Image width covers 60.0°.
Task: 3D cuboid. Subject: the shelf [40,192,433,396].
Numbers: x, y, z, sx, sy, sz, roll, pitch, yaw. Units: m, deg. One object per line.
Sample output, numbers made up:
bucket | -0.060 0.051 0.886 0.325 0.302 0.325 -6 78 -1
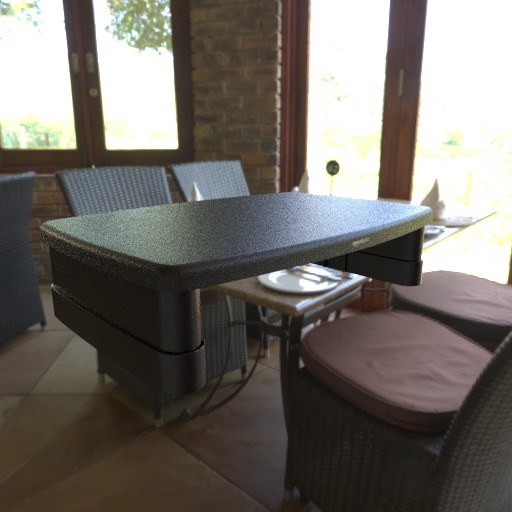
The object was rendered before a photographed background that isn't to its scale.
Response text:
shelf | 0.000 0.000 0.516 0.410 0.100 0.280 -14 20 -43
